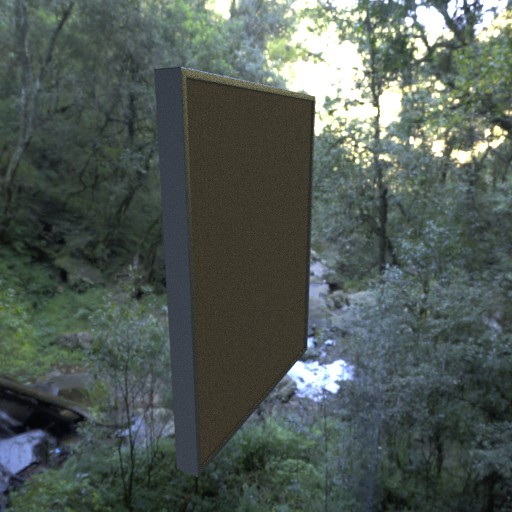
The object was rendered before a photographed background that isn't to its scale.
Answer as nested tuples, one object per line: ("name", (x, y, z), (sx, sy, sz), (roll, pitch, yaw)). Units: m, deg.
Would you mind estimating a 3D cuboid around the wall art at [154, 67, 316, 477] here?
("wall art", (0.000, 0.000, 0.769), (0.039, 0.553, 0.445), (8, 17, 26))
